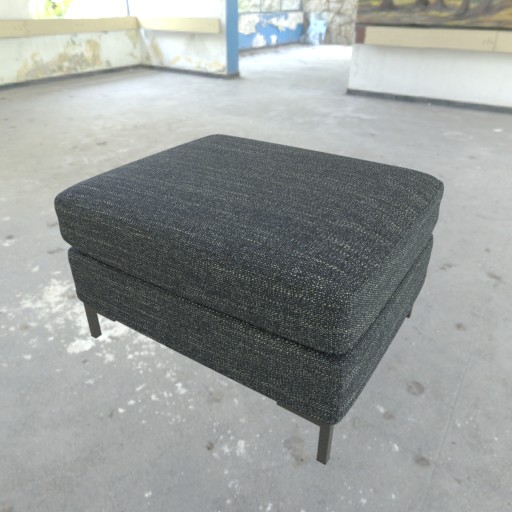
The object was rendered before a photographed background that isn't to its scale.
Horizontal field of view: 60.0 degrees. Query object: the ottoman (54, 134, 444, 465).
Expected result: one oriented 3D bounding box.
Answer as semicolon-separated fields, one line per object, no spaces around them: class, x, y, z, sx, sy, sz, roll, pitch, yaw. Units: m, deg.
ottoman;0.000;0.000;1.227;0.814;0.491;0.667;18;35;28
